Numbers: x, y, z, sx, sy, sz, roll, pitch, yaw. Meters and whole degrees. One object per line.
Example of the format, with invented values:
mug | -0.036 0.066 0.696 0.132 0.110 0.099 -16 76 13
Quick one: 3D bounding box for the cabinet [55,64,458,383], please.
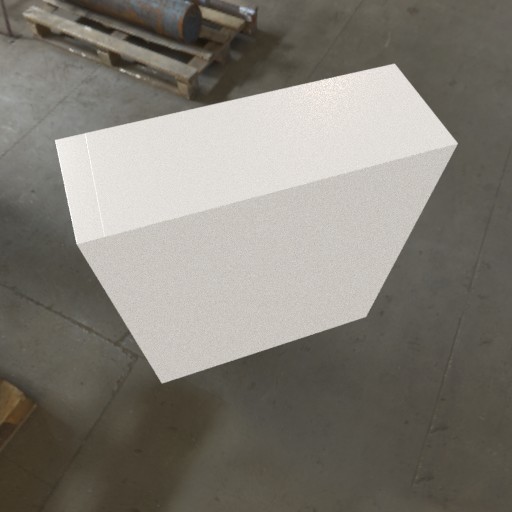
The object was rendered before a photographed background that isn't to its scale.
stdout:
cabinet | 0.000 0.000 1.645 0.990 1.150 0.348 -16 60 -10
